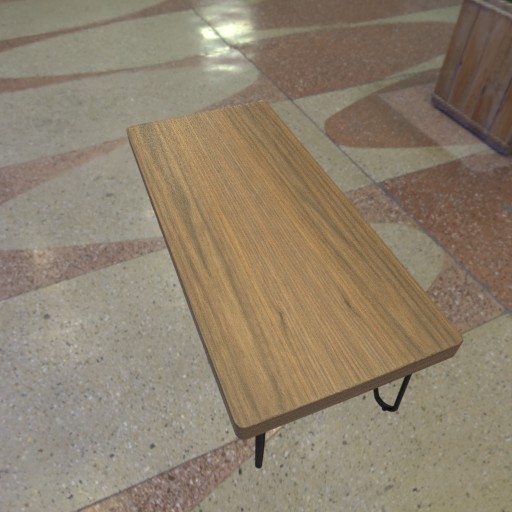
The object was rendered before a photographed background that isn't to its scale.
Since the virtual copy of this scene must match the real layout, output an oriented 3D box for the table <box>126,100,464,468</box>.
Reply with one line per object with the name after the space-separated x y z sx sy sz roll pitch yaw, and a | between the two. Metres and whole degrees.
0.000 0.000 1.674 0.637 0.468 1.375 -16 49 -15 | table
